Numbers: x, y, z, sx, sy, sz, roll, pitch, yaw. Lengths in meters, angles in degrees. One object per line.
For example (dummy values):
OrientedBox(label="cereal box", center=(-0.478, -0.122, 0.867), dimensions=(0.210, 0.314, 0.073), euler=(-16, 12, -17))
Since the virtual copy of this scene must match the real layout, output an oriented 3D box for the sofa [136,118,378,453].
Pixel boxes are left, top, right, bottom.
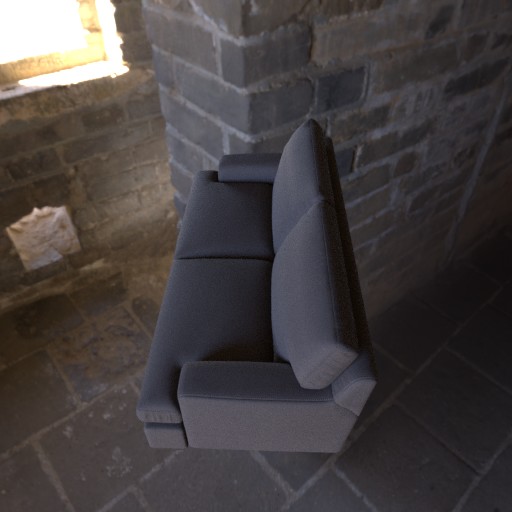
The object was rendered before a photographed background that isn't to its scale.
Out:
OrientedBox(label="sofa", center=(0.000, 0.000, 2.921), dimensions=(1.140, 0.950, 2.271), euler=(1, 43, 1))
